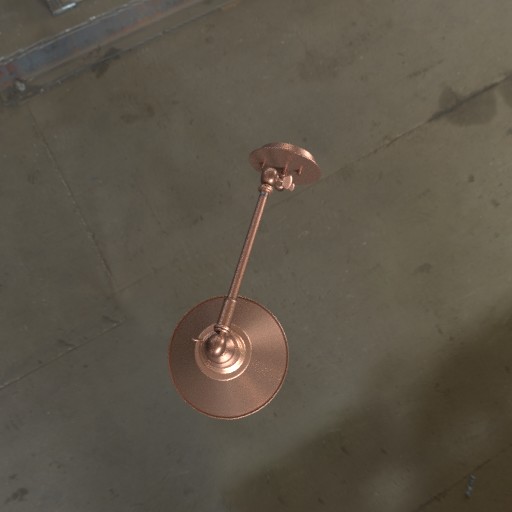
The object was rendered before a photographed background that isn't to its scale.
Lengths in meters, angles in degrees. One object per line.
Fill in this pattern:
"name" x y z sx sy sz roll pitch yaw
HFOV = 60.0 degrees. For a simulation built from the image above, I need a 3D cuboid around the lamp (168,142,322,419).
"lamp" 0.000 0.000 0.886 0.223 0.502 0.624 14 75 4
